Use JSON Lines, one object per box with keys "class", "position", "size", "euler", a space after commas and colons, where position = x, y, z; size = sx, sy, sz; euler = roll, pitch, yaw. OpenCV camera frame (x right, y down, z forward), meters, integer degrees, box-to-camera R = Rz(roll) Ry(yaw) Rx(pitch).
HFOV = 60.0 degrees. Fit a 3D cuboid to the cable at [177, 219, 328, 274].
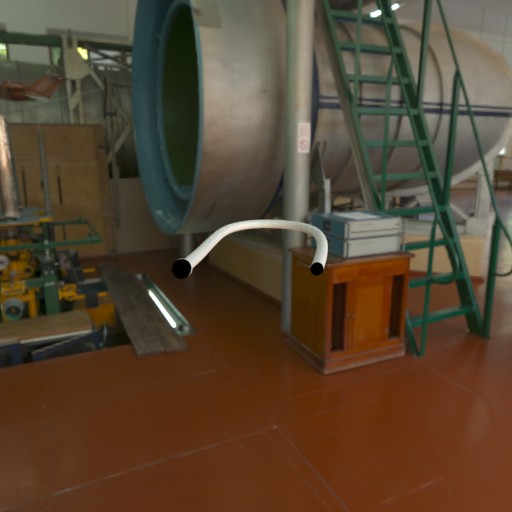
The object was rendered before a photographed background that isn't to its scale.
{"class": "cable", "position": [0.000, 0.000, 0.112], "size": [0.041, 0.005, 0.098], "euler": [2, 14, 8]}
